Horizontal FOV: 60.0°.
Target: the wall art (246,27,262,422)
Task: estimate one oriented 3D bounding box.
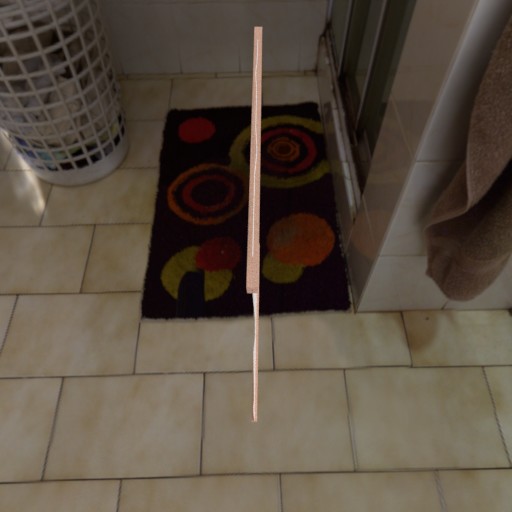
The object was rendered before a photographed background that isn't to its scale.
[{"bbox_3d":[0.000,0.000,1.356,0.020,1.013,0.758,1,58,0],"label":"wall art"}]
